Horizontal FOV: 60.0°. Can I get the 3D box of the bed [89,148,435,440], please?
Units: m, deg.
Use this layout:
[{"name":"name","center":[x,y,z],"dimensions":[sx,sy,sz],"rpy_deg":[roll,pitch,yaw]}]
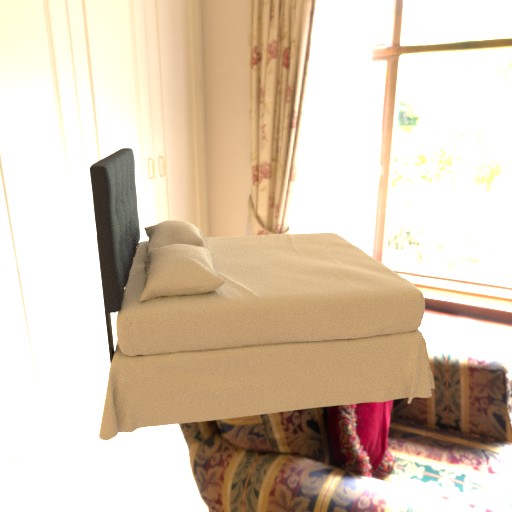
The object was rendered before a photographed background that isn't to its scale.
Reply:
[{"name":"bed","center":[0.000,0.000,3.454],"dimensions":[2.222,1.577,1.936],"rpy_deg":[-3,17,-10]}]
